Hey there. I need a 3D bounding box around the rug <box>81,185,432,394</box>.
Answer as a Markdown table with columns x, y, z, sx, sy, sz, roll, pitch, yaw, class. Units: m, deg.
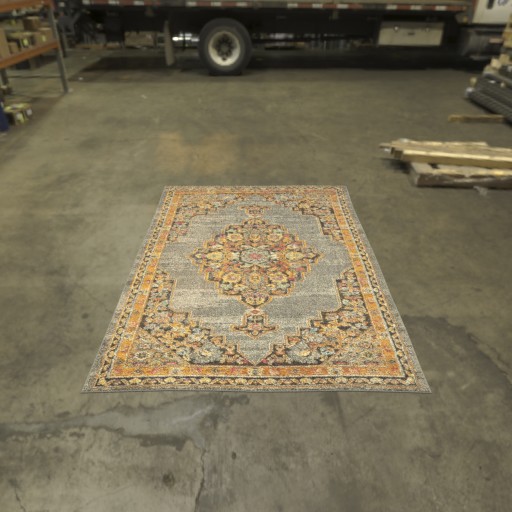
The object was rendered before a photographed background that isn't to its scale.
| x | y | z | sx | sy | sz | roll | pitch | yaw | class |
| --- | --- | --- | --- | --- | --- | --- | --- | --- | --- |
| 0.000 | 0.000 | 3.989 | 2.158 | 0.024 | 3.063 | 0 | 33 | 0 | rug |
